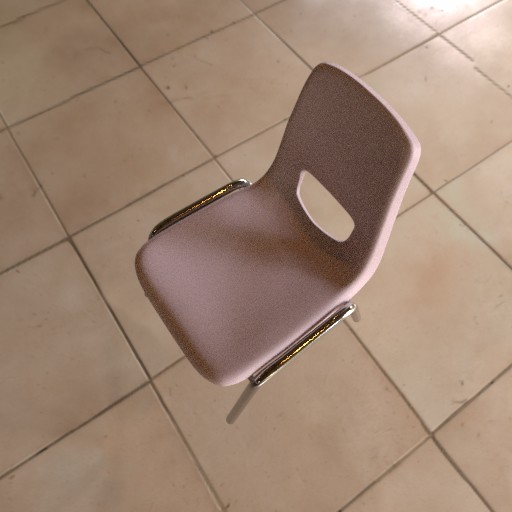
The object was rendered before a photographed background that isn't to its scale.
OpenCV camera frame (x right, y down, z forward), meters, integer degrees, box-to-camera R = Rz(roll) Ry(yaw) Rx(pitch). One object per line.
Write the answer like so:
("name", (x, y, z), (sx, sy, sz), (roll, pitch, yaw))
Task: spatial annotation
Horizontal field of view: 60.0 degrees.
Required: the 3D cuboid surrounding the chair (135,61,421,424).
("chair", (0.000, 0.000, 0.768), (0.385, 0.536, 0.354), (-33, 69, -14))
